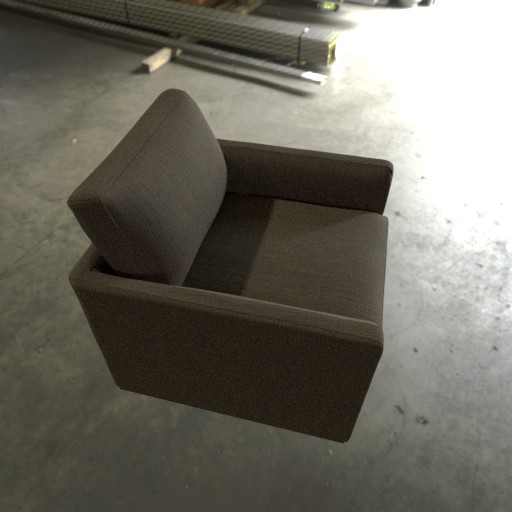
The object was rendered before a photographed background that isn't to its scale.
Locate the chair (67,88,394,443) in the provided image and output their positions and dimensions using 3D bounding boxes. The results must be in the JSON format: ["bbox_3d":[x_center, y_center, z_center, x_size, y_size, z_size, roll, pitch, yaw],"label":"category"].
[{"bbox_3d":[0.000,0.000,1.444,0.834,0.811,0.763,10,47,10],"label":"chair"}]
